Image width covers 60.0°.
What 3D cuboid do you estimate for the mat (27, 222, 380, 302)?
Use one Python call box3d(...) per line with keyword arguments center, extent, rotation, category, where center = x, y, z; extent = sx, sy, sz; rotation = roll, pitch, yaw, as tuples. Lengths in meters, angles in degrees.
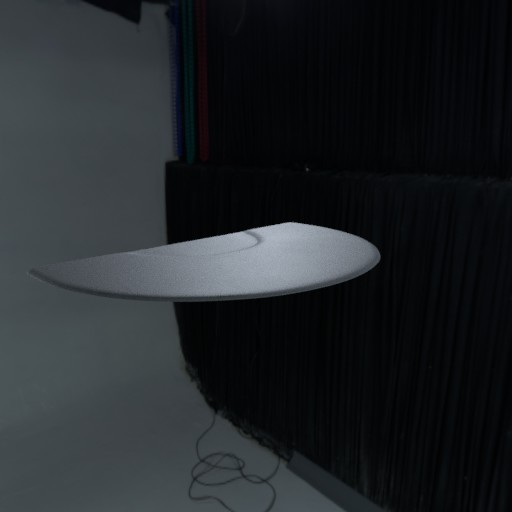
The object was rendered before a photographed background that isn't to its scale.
box3d(center=(0.000, 0.000, 1.847), extent=(0.917, 0.016, 1.525), rotation=(13, 19, 43), category="mat")
